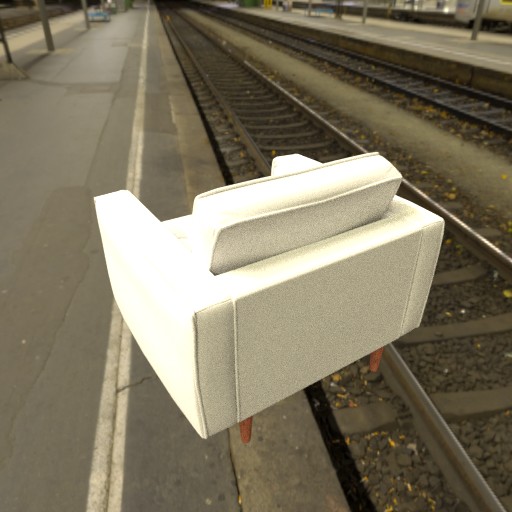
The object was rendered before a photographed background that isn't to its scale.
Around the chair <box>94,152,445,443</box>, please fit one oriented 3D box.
[{"bbox_3d":[0.000,0.000,1.574,0.928,0.773,0.843,-18,35,-28],"label":"chair"}]
